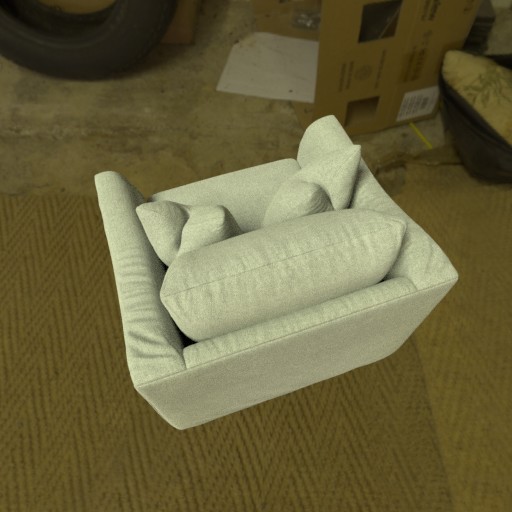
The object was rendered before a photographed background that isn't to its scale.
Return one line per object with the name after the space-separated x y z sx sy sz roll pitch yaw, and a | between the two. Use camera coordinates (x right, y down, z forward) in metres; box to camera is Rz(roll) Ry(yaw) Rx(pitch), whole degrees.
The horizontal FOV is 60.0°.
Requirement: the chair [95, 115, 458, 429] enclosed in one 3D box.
0.000 0.000 2.019 1.194 1.059 1.071 -17 61 -10 | chair
